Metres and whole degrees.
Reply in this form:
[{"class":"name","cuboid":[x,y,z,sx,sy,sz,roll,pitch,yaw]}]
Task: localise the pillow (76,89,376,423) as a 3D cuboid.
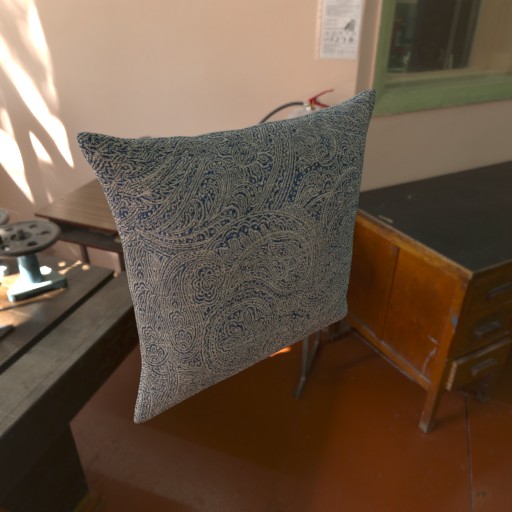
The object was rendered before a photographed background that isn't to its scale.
[{"class":"pillow","cuboid":[0.000,0.000,0.778,0.523,0.510,0.166,-20,36,-30]}]
